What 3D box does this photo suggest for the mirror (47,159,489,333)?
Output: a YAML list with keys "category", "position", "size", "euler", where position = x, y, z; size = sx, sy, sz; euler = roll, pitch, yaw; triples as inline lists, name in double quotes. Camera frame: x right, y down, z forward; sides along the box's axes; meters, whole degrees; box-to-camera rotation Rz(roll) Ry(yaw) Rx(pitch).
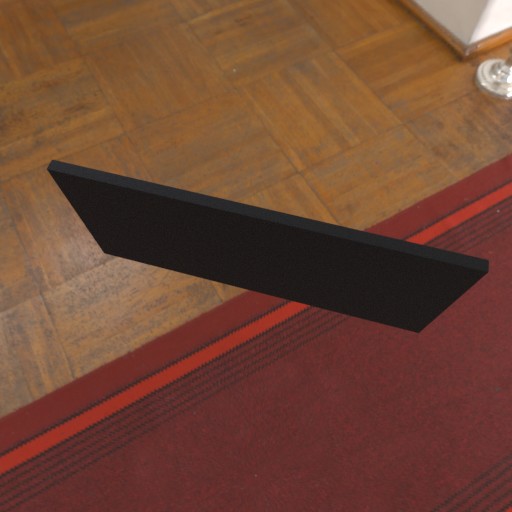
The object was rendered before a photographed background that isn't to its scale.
- category: "mirror"
  position: [0.000, 0.000, 1.855]
  size: [1.584, 0.692, 0.047]
  euler: [14, 64, 7]
